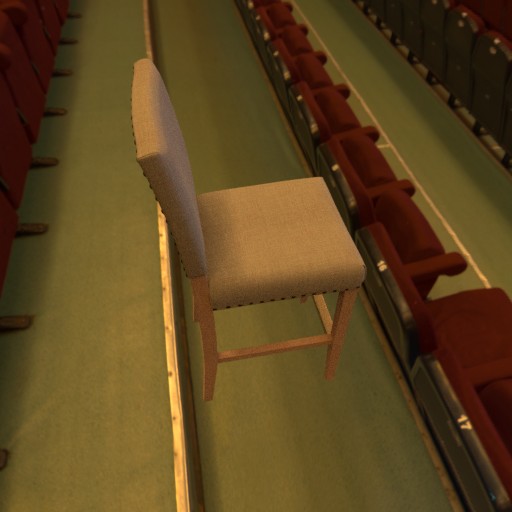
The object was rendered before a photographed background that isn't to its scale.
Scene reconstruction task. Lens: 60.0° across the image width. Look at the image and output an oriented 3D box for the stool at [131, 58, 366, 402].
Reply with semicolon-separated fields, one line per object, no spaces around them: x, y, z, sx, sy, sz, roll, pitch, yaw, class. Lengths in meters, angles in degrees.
0.000;0.000;1.475;0.585;1.173;0.445;-9;49;-8;stool
